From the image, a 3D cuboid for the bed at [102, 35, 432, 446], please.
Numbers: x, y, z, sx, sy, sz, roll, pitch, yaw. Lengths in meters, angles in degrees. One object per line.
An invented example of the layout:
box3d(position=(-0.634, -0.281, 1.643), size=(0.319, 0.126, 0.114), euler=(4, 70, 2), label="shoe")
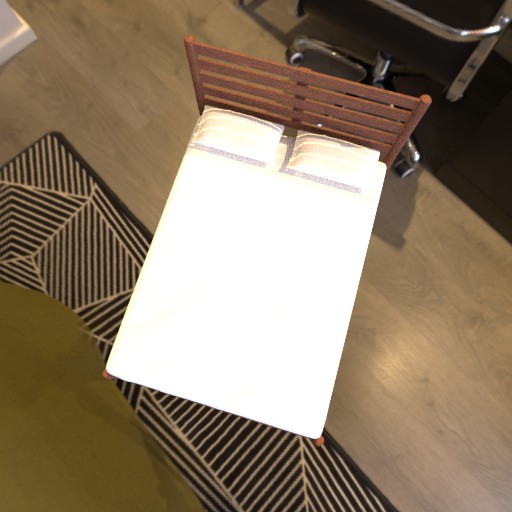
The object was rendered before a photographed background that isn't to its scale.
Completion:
box3d(position=(0.000, 0.000, 2.985), size=(1.509, 1.304, 2.093), euler=(16, 76, 4), label="bed")
